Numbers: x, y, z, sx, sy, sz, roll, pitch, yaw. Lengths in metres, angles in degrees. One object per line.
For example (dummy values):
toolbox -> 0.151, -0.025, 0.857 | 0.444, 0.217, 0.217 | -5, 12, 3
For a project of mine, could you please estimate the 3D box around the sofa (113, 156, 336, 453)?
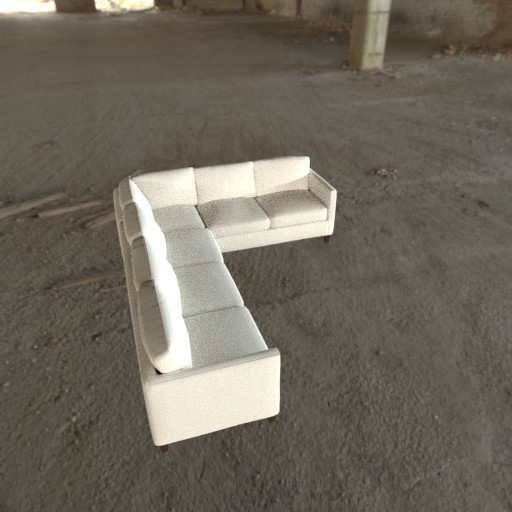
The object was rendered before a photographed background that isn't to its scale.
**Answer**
sofa -> 0.000, 0.000, 4.498 | 2.593, 0.947, 3.302 | -10, 33, -16
